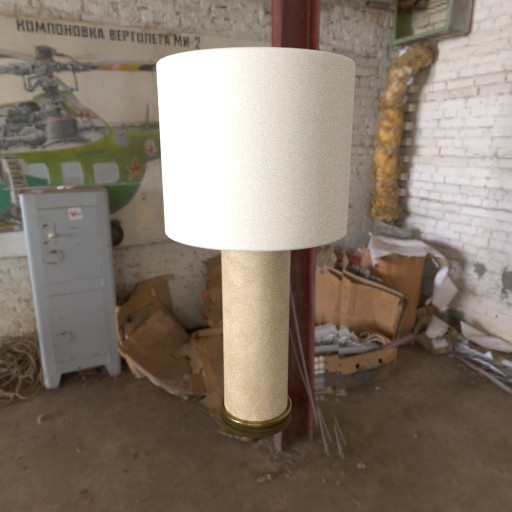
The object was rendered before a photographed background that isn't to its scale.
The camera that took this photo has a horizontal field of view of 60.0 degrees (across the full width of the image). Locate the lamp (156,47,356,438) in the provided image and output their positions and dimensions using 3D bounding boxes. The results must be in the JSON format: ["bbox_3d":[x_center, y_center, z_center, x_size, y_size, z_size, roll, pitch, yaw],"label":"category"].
[{"bbox_3d":[0.000,0.000,0.772,0.305,0.634,0.305,3,15,10],"label":"lamp"}]
